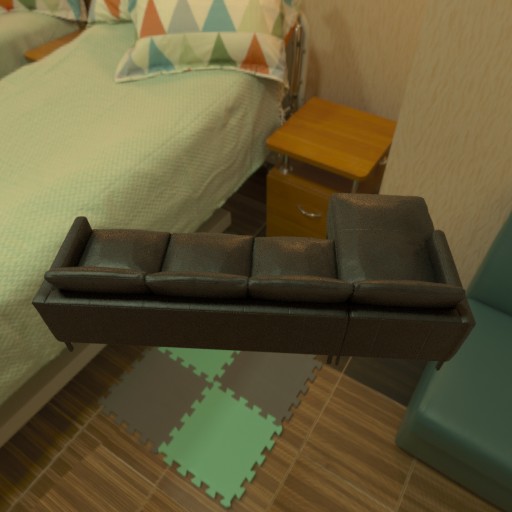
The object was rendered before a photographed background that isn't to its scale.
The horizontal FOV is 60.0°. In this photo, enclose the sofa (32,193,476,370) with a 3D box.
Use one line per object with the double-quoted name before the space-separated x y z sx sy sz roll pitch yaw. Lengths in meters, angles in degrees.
"sofa" 0.000 0.000 3.607 2.993 0.859 1.471 2 47 2
